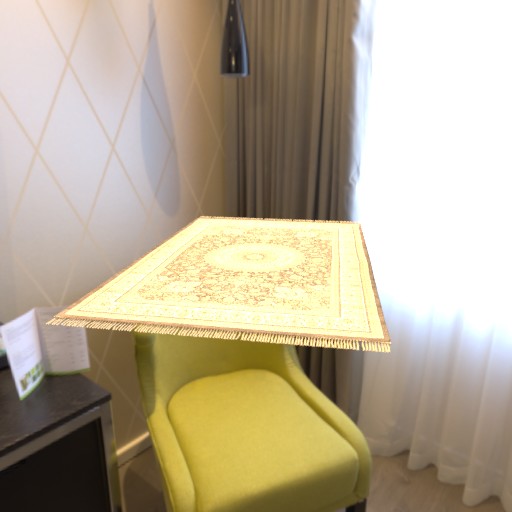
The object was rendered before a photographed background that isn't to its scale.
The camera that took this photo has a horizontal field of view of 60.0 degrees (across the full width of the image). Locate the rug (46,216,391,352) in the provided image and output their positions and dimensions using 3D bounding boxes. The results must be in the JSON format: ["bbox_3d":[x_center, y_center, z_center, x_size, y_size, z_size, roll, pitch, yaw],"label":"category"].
[{"bbox_3d":[0.000,0.000,4.242,2.143,0.015,3.422,3,17,9],"label":"rug"}]
